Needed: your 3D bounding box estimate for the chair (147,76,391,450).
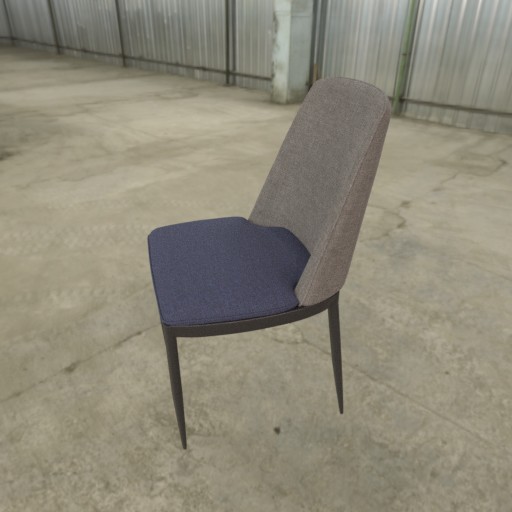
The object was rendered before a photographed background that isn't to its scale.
[{"bbox_3d":[0.000,0.000,1.179,0.550,0.855,0.488,-8,30,-14],"label":"chair"}]
